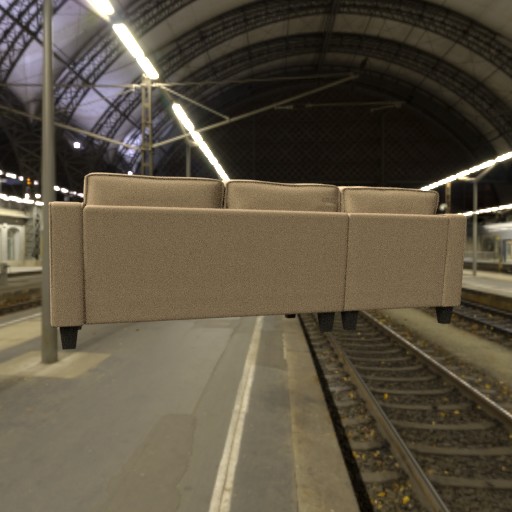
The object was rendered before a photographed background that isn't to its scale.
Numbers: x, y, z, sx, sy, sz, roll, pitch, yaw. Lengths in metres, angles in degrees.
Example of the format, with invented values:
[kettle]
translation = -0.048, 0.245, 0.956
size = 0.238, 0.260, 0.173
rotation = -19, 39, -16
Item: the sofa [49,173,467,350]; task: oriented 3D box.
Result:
[sofa]
translation = 0.000, 0.000, 3.169
size = 2.561, 0.928, 1.294
rotation = 0, 1, -19
